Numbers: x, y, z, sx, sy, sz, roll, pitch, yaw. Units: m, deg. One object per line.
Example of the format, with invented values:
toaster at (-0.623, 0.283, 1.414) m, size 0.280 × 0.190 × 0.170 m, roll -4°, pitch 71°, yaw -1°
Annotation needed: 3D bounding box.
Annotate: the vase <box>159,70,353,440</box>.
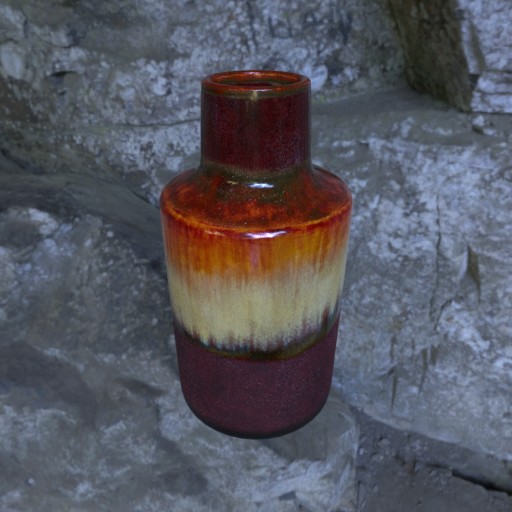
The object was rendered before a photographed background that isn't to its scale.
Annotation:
vase at (0.000, 0.000, 0.269) m, size 0.108 × 0.204 × 0.108 m, roll 0°, pitch 31°, yaw 0°
